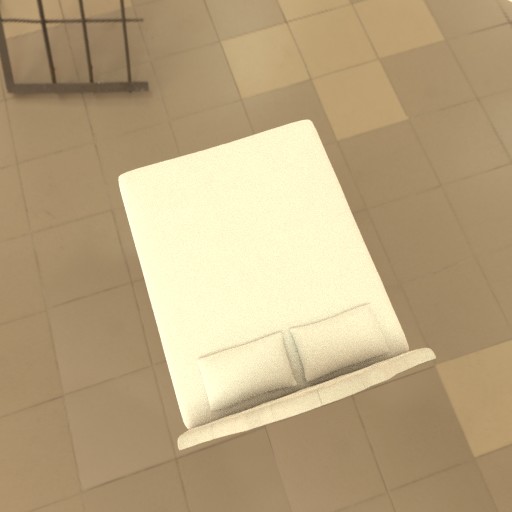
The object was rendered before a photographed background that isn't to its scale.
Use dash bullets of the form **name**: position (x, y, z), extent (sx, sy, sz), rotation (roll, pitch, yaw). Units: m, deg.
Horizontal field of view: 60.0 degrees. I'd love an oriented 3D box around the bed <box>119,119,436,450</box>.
- **bed**: position (0.000, 0.000, 3.740), extent (2.039, 1.617, 2.477), rotation (-18, 74, -5)
